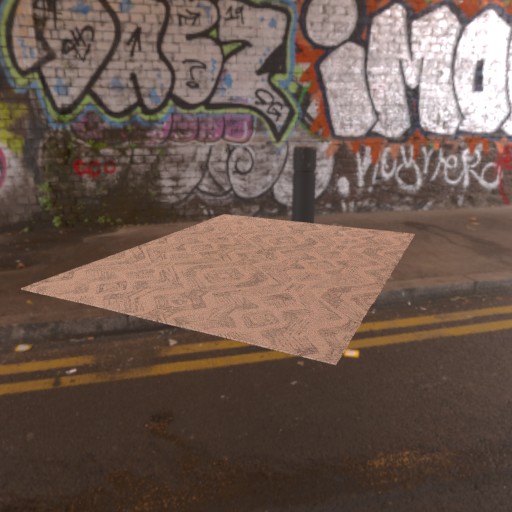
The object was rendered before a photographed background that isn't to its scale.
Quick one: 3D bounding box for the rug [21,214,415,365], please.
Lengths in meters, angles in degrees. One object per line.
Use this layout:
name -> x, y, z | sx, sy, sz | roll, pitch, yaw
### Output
rug -> 0.000, 0.000, 4.107 | 2.430, 0.030, 3.054 | 8, 19, 25
